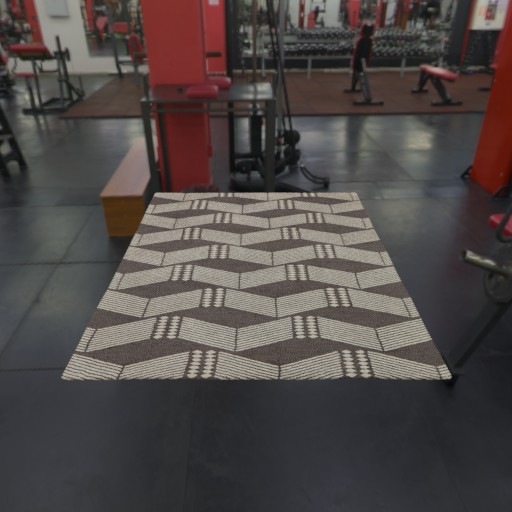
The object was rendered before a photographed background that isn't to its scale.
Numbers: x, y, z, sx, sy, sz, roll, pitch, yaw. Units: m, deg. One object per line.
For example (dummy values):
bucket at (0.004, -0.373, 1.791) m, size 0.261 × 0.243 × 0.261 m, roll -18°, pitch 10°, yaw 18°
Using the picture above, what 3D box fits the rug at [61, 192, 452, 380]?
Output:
rug at (0.000, 0.000, 4.061) m, size 2.438 × 0.016 × 3.048 m, roll 0°, pitch 30°, yaw 0°
